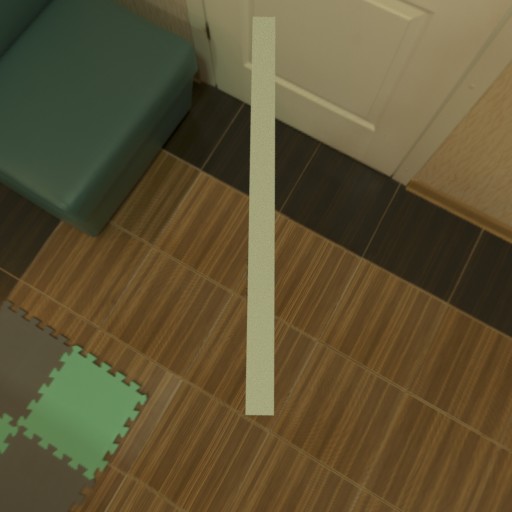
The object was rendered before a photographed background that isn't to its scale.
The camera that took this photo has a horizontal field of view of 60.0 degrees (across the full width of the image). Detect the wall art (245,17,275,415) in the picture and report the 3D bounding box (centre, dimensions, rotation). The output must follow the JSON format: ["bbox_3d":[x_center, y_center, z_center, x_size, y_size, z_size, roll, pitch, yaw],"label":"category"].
[{"bbox_3d":[0.000,0.000,1.017,0.055,0.763,0.611,1,76,0],"label":"wall art"}]
